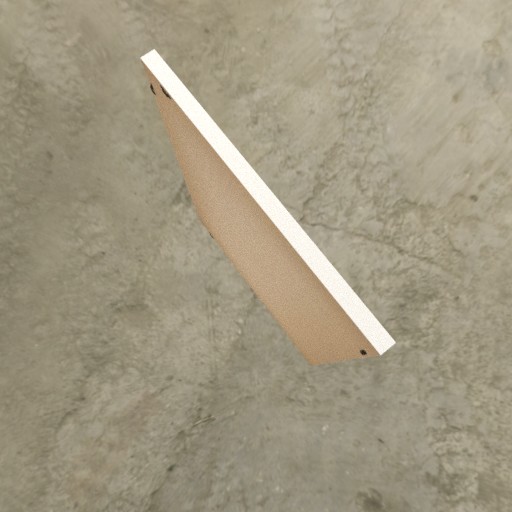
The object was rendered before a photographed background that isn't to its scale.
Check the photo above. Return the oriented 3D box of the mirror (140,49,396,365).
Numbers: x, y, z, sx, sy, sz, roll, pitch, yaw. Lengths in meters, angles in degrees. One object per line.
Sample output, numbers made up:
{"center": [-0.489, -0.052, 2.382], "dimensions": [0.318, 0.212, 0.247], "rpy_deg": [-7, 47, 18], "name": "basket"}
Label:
{"center": [0.000, 0.000, 1.342], "dimensions": [0.041, 1.016, 0.762], "rpy_deg": [-36, 78, -9], "name": "mirror"}
